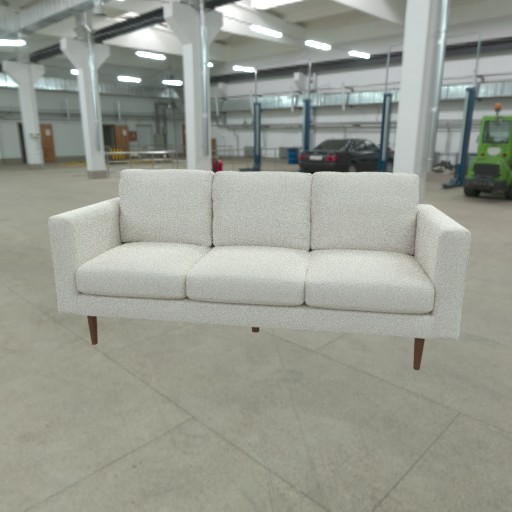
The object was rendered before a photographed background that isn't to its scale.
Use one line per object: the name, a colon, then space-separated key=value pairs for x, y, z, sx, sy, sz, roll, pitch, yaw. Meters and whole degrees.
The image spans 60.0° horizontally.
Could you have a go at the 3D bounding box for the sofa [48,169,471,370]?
sofa: x=0.000 y=0.000 z=2.488 sx=2.029 sy=0.912 sz=0.802 roll=2 pitch=15 yaw=9
